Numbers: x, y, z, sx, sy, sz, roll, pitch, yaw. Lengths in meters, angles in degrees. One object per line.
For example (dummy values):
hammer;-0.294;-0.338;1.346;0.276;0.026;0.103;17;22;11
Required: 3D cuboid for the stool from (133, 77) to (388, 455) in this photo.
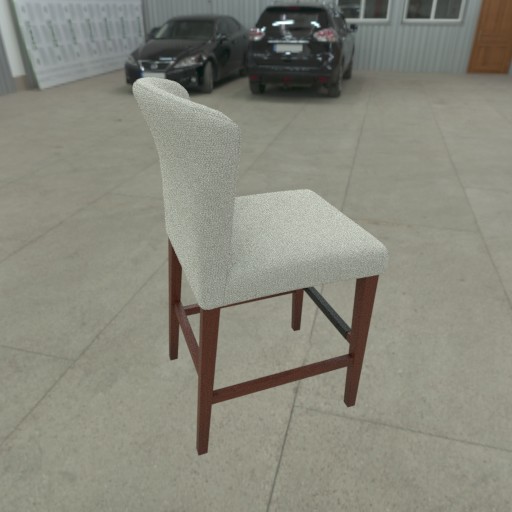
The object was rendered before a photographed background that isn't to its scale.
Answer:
stool;0.000;0.000;1.277;0.568;0.969;0.481;-10;31;-18
